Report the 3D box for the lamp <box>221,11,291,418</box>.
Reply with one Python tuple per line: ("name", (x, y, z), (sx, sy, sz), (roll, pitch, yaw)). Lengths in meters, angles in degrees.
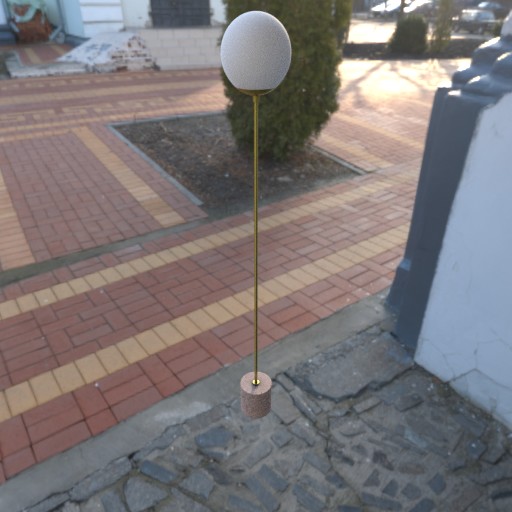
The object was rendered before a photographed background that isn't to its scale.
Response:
("lamp", (0.000, 0.000, 1.807), (0.229, 1.748, 0.229), (-10, 31, -17))
